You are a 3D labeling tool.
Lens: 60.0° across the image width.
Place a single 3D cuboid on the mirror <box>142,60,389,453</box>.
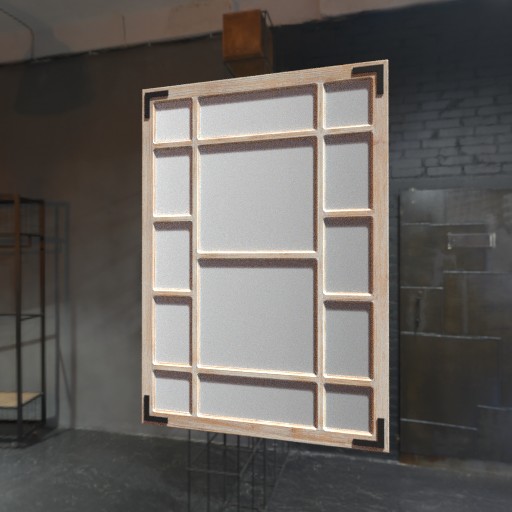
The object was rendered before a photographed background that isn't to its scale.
[{"bbox_3d":[0.000,0.000,1.231,0.705,0.996,0.025,0,0,17],"label":"mirror"}]
